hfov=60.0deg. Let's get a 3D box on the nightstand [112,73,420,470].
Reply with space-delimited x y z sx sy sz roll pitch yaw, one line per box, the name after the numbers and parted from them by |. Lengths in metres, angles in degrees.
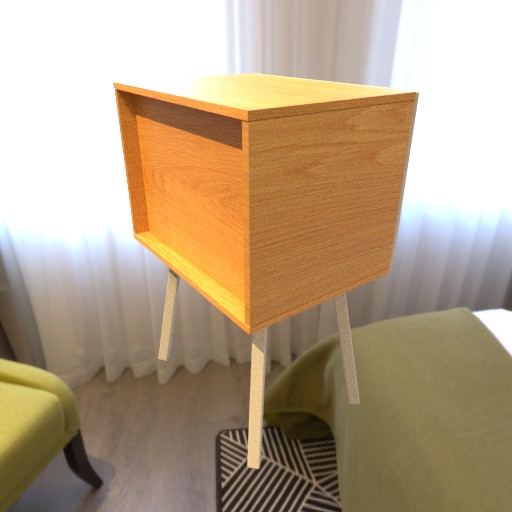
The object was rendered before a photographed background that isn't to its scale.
0.000 0.000 0.833 0.316 0.601 0.400 -18 32 -32 | nightstand
